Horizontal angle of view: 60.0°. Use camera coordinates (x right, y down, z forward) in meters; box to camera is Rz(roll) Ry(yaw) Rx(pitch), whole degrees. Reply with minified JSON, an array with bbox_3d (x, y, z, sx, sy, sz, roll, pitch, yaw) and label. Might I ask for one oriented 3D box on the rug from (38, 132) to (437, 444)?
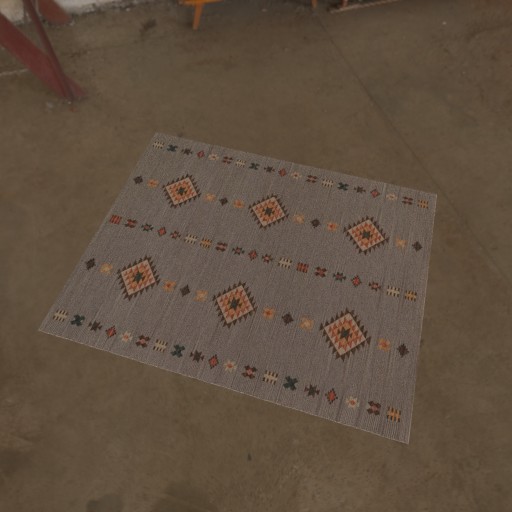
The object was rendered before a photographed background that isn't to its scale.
[{"bbox_3d":[0.000,0.000,4.044,3.035,0.008,2.425,14,60,9],"label":"rug"}]
